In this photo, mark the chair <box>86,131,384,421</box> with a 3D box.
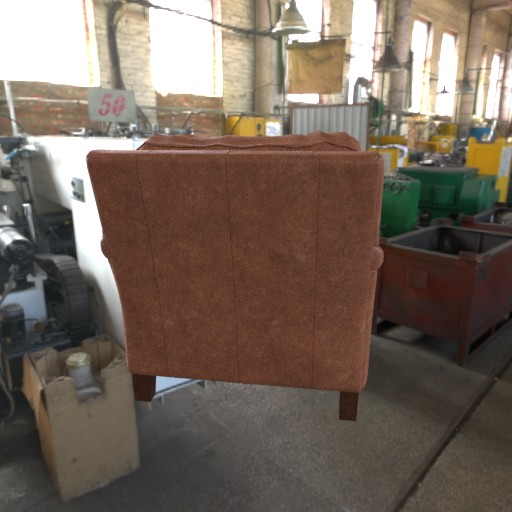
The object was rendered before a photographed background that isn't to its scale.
[{"bbox_3d":[0.000,0.000,1.943,0.986,1.055,1.158,2,16,8],"label":"chair"}]
